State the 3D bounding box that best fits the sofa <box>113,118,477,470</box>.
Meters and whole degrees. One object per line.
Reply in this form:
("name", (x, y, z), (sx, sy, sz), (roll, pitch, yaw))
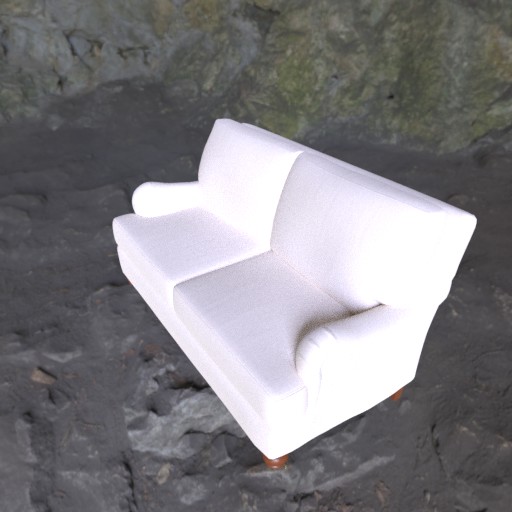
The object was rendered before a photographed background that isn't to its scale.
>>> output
("sofa", (0.000, 0.000, 2.473), (1.084, 1.101, 1.853), (-20, 37, -29))
